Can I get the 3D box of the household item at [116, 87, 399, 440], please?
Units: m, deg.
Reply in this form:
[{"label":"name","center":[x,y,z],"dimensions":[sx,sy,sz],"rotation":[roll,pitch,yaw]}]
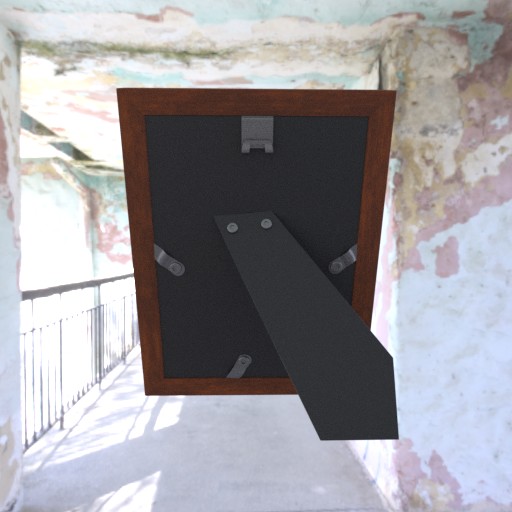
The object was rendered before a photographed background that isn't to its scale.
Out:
[{"label":"household item","center":[0.000,0.000,0.292],"dimensions":[0.160,0.204,0.096],"rotation":[0,1,-1]}]
